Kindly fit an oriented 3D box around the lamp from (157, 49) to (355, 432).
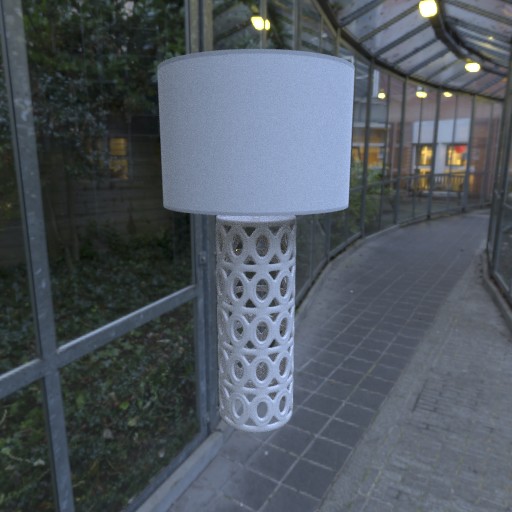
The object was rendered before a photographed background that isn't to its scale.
[{"bbox_3d":[0.000,0.000,0.817,0.324,0.636,0.325,-12,18,-43],"label":"lamp"}]
